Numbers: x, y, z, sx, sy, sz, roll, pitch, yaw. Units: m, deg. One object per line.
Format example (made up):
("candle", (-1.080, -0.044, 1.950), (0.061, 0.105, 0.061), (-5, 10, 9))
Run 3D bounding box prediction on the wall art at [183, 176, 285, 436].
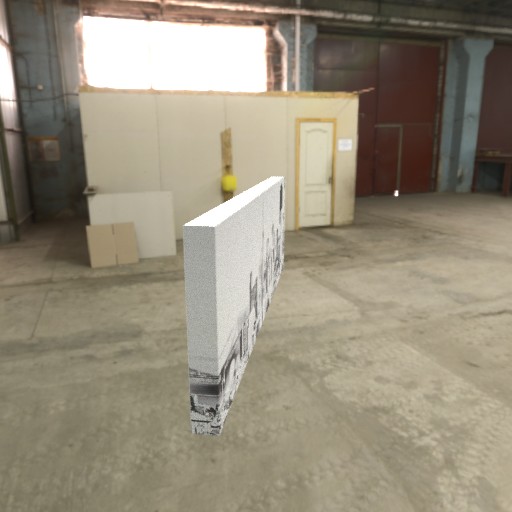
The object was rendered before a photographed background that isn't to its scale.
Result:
("wall art", (0.000, 0.000, 0.871), (0.036, 0.256, 0.766), (2, 14, 9))
